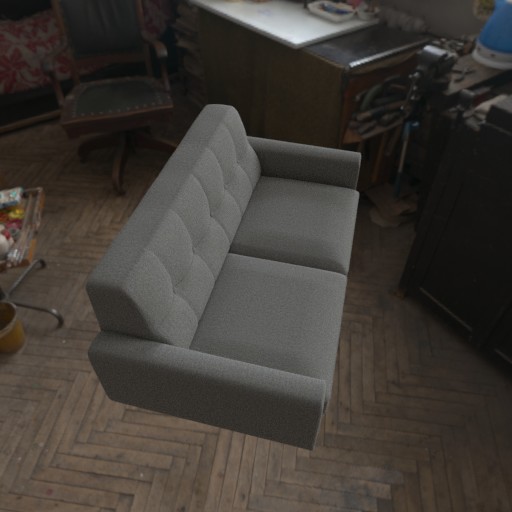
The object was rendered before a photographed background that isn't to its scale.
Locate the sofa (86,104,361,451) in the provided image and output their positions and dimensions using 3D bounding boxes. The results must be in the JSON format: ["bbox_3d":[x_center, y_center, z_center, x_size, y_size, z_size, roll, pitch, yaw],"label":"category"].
[{"bbox_3d":[0.000,0.000,2.291,0.952,0.925,1.651,10,47,10],"label":"sofa"}]
